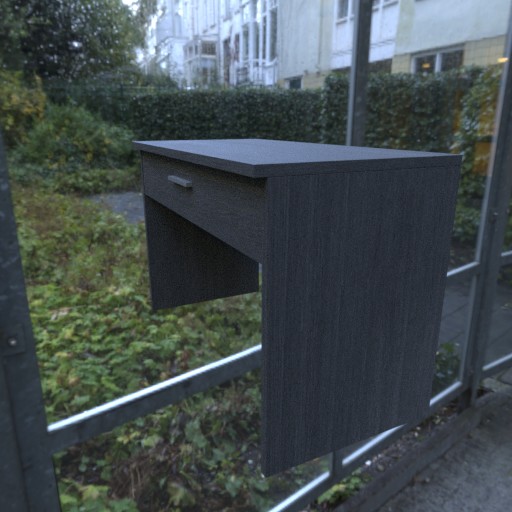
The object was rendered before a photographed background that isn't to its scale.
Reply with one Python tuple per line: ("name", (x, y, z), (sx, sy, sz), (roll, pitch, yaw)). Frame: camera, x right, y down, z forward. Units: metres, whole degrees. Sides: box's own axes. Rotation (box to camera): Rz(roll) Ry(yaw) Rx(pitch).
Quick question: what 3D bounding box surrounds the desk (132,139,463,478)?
("desk", (0.000, 0.000, 1.517), (0.557, 0.729, 1.099), (-8, 19, -25))
